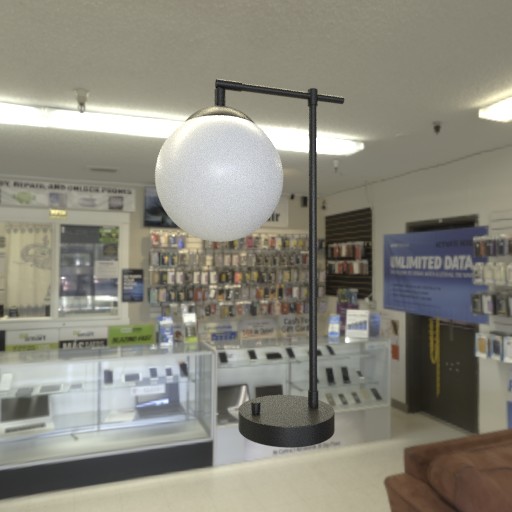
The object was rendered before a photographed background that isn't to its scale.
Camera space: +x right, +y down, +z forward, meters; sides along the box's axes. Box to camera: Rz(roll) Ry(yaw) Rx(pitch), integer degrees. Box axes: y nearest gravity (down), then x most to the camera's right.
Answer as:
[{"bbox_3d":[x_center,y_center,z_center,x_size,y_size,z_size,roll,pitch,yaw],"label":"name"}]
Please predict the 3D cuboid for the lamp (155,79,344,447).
[{"bbox_3d":[0.000,0.000,0.708,0.316,0.559,0.197,0,-1,-19],"label":"lamp"}]
